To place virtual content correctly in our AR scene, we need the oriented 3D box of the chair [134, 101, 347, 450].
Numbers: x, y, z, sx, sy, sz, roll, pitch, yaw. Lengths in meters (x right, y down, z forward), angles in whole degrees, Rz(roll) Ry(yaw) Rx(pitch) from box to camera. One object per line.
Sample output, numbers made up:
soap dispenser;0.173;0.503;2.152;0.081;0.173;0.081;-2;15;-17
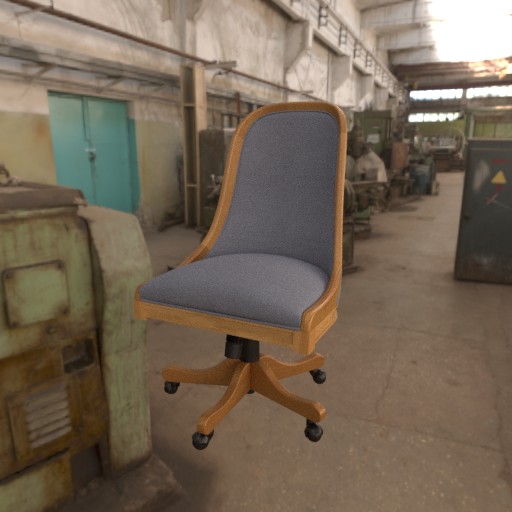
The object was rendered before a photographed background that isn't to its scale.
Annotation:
chair;0.000;0.000;1.480;0.605;1.031;0.735;7;16;25
